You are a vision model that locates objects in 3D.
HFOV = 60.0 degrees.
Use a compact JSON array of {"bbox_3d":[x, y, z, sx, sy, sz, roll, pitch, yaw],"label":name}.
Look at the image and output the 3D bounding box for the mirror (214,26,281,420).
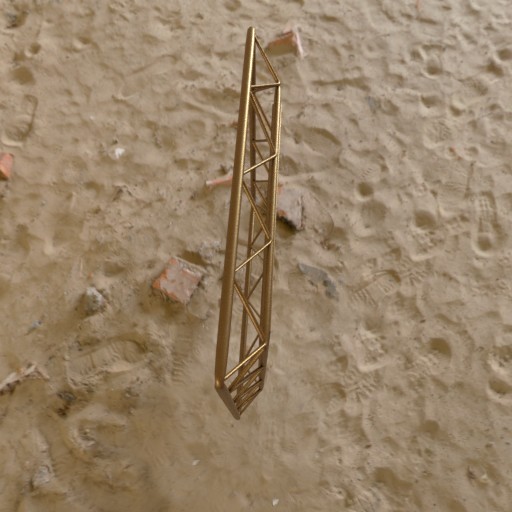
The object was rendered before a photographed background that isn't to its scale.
[{"bbox_3d":[0.000,0.000,0.625,0.046,0.414,0.416,3,66,1],"label":"mirror"}]
